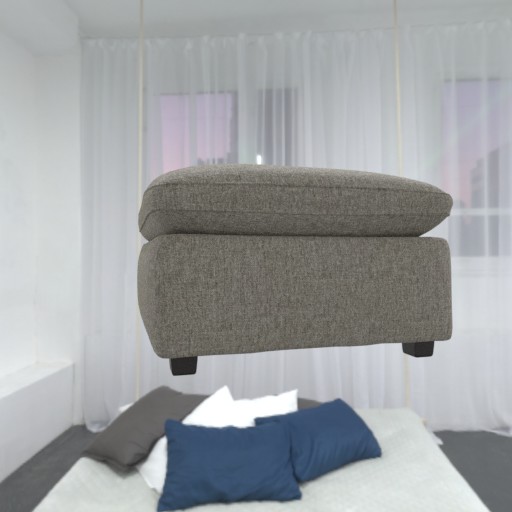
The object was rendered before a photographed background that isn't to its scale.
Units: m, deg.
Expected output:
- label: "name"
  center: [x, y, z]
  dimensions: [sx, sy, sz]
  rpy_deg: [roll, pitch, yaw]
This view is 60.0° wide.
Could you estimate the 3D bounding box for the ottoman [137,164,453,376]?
- label: "ottoman"
  center: [0.000, 0.000, 1.344]
  dimensions: [0.694, 0.451, 0.977]
  rpy_deg: [0, 0, -16]
